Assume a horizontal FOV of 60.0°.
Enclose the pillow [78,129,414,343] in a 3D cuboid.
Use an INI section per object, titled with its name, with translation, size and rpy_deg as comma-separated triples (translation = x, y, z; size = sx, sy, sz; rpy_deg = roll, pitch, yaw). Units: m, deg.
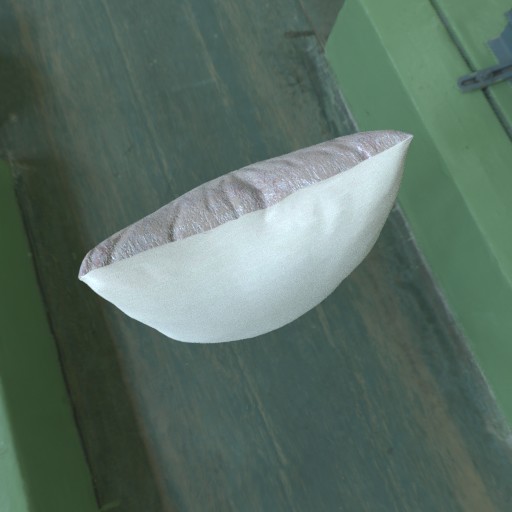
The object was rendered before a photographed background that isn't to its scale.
[pillow]
translation = 0.000, 0.000, 0.741
size = 0.450, 0.448, 0.245
rpy_deg = -22, 77, -5
